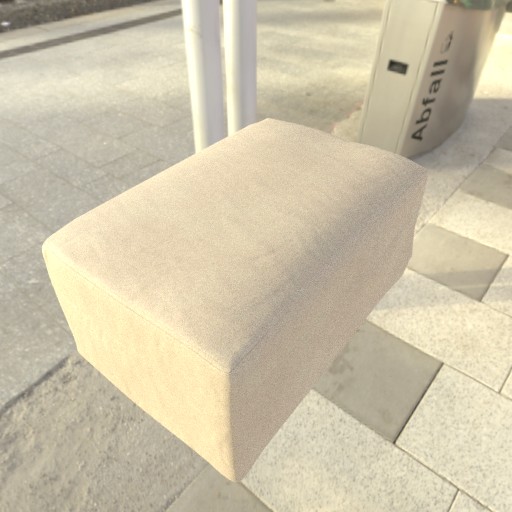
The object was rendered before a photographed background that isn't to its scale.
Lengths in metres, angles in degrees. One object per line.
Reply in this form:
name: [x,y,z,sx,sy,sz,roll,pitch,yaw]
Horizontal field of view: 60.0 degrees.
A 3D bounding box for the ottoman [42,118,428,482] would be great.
ottoman: [0.000,0.000,1.184,0.590,0.444,0.872,27,47,28]
